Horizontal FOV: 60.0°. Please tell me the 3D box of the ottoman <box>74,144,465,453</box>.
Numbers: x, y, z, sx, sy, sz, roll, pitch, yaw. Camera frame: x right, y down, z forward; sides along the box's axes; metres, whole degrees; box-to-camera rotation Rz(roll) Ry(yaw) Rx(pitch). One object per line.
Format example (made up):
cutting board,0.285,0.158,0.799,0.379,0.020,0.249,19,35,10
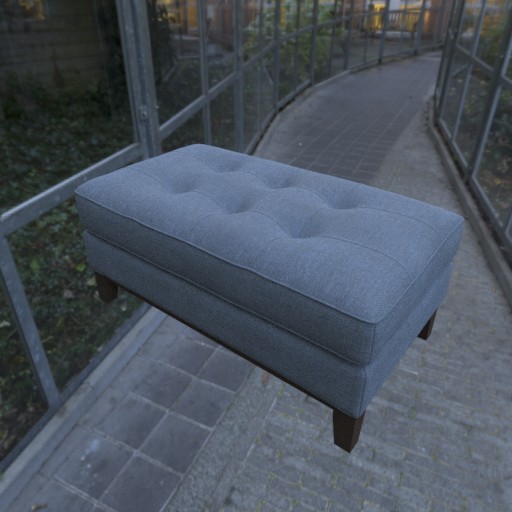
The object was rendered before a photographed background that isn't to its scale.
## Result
ottoman,0.000,0.000,1.514,1.143,0.514,0.648,22,37,32
